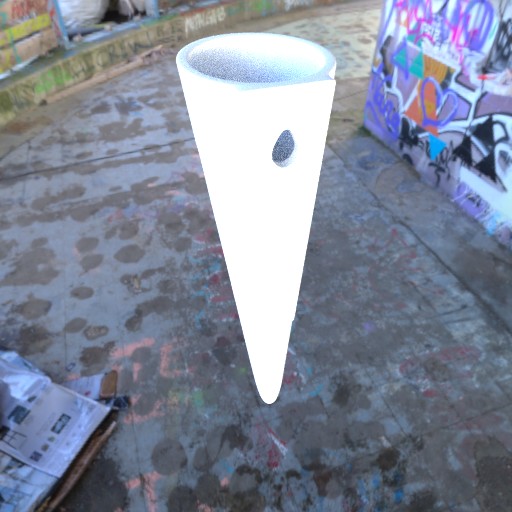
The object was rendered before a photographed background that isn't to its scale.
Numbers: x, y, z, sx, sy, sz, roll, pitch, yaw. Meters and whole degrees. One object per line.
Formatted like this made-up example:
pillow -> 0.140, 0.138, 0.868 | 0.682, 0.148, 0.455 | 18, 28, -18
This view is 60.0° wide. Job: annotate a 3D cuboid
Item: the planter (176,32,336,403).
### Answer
planter -> 0.000, 0.000, 0.225 | 0.057, 0.193, 0.064 | -13, 43, -14
